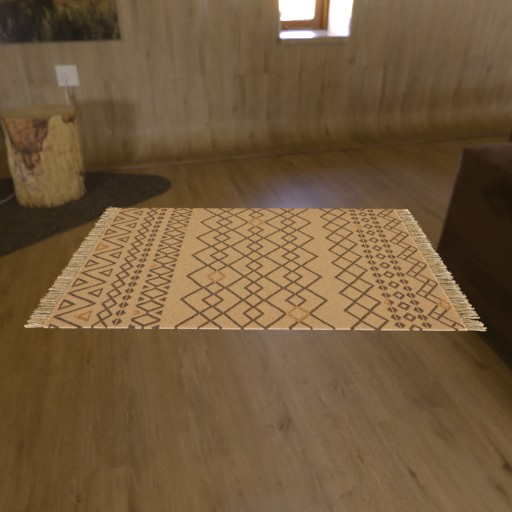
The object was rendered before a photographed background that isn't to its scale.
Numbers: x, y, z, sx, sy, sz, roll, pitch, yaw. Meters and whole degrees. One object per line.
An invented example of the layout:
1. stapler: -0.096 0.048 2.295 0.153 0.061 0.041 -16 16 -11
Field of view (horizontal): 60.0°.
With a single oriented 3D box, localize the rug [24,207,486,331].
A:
1. rug: 0.000 0.000 2.436 2.023 0.028 1.224 0 31 1
